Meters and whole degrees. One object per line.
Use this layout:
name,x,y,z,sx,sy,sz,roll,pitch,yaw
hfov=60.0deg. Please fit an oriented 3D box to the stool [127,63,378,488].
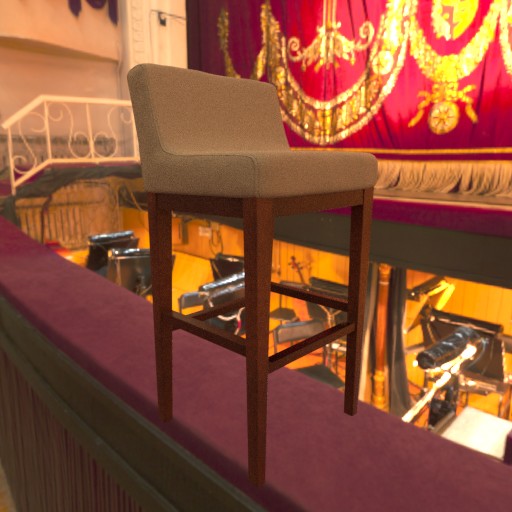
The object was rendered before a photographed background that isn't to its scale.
stool,0.000,0.000,1.288,0.500,1.037,0.511,12,17,43
